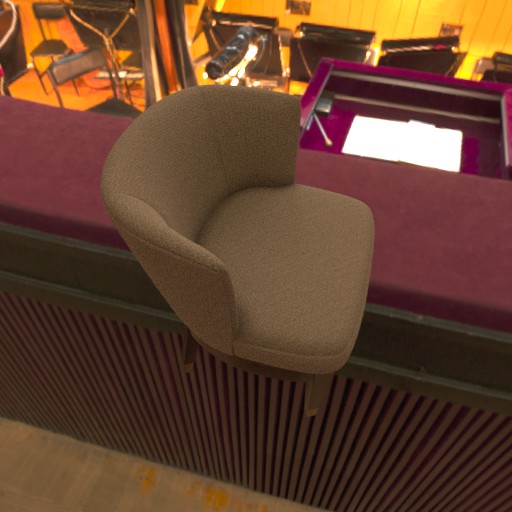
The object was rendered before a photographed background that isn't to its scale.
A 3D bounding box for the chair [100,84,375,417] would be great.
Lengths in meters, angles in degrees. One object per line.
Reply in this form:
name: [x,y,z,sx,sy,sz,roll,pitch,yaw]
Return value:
chair: [0.000,0.000,1.306,0.660,0.760,0.700,12,48,11]
